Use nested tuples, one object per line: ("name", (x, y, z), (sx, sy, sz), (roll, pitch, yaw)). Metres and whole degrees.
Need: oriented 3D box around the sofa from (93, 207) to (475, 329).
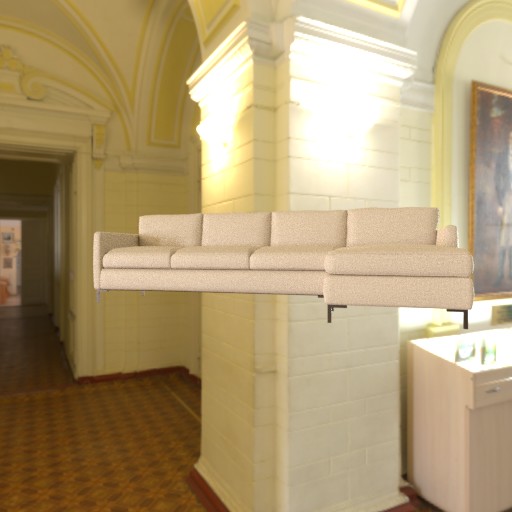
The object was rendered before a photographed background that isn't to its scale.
("sofa", (0.000, 0.000, 3.240), (2.731, 0.755, 1.258), (0, 0, 18))
